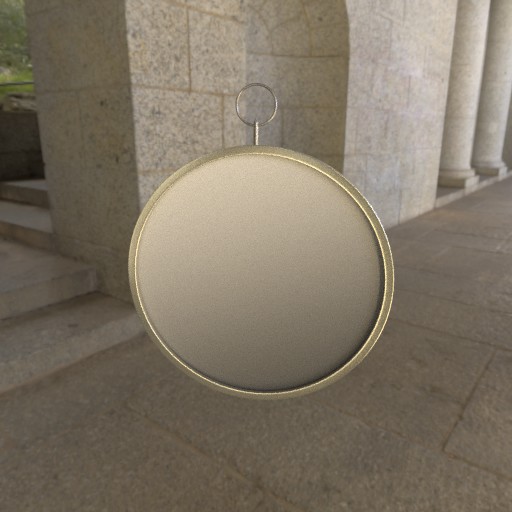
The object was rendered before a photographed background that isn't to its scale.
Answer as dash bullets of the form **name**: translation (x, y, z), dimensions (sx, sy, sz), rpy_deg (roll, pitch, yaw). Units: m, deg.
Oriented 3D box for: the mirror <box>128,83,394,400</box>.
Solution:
- **mirror**: translation (0.000, 0.000, 0.977), dimensions (0.594, 0.713, 0.020), rpy_deg (2, 16, 8)
